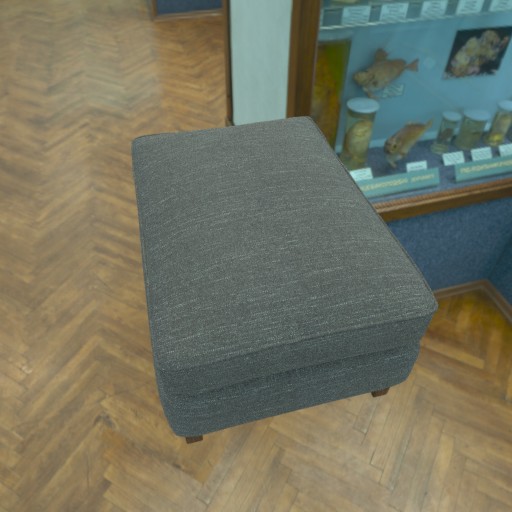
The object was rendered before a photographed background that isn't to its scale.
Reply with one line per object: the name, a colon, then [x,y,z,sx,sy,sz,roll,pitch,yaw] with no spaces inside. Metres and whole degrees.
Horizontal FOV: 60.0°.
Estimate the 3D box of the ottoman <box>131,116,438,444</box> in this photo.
ottoman: [0.000,0.000,1.005,0.508,0.406,0.686,-10,46,-10]
